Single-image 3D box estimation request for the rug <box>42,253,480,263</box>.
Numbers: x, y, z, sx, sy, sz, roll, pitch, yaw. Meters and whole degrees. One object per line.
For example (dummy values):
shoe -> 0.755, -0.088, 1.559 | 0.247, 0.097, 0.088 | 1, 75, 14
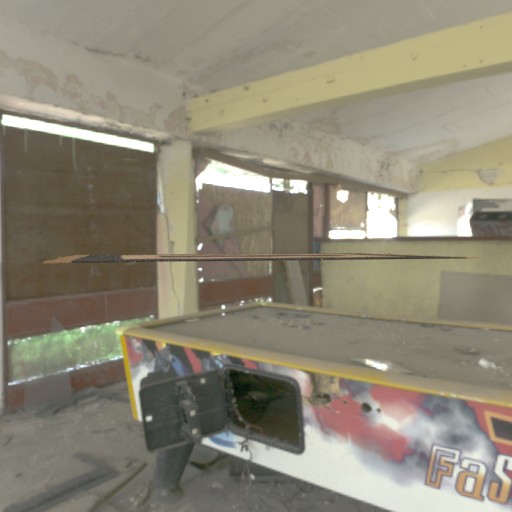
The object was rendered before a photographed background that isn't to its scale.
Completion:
rug -> 0.000, 0.000, 1.900 | 1.541, 0.013, 0.920 | 0, 1, -17
